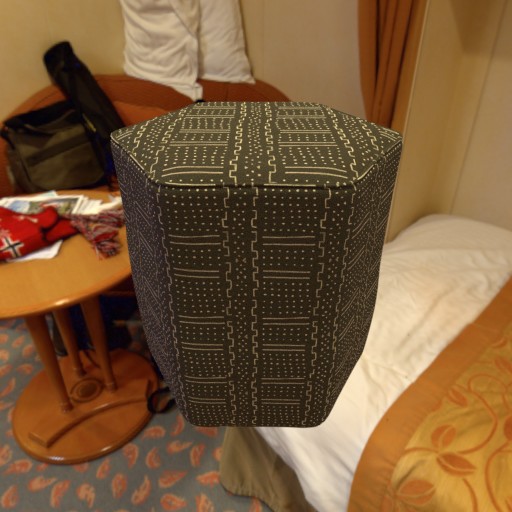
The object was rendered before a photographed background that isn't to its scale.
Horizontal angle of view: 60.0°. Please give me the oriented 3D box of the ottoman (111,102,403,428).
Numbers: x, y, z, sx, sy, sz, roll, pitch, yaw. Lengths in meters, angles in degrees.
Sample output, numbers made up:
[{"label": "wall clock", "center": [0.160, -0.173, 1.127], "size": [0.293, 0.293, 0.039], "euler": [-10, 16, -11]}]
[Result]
[{"label": "ottoman", "center": [0.000, 0.000, 0.866], "size": [0.494, 0.502, 0.443], "euler": [0, 32, 1]}]
